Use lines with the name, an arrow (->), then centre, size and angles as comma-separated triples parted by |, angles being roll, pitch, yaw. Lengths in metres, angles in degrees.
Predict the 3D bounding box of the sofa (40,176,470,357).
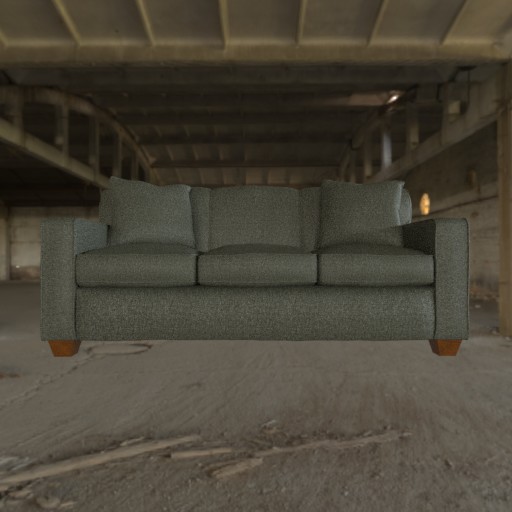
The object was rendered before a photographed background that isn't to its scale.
sofa -> 0.000, 0.000, 2.514 | 2.024, 0.958, 0.997 | 0, 0, -1
